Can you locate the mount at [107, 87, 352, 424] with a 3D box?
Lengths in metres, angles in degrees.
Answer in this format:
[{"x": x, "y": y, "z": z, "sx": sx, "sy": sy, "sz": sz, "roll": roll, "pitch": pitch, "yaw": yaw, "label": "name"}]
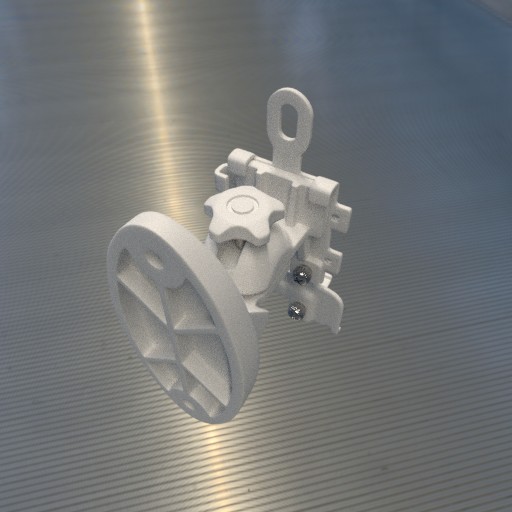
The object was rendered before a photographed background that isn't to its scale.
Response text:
[{"x": 0.000, "y": 0.000, "z": 0.174, "sx": 0.066, "sy": 0.118, "sz": 0.100, "roll": 24, "pitch": 51, "yaw": 21, "label": "mount"}]
